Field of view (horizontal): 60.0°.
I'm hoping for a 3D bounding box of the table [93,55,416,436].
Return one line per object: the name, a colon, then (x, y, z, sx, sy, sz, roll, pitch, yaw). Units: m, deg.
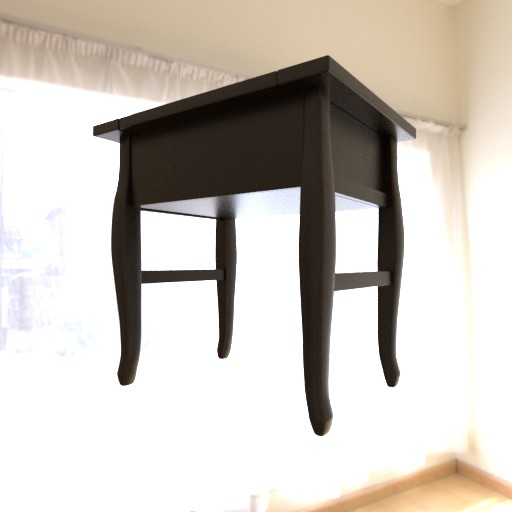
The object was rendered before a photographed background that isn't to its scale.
table: (0.000, 0.000, 1.031, 0.602, 0.604, 0.460, -1, -1, 36)
